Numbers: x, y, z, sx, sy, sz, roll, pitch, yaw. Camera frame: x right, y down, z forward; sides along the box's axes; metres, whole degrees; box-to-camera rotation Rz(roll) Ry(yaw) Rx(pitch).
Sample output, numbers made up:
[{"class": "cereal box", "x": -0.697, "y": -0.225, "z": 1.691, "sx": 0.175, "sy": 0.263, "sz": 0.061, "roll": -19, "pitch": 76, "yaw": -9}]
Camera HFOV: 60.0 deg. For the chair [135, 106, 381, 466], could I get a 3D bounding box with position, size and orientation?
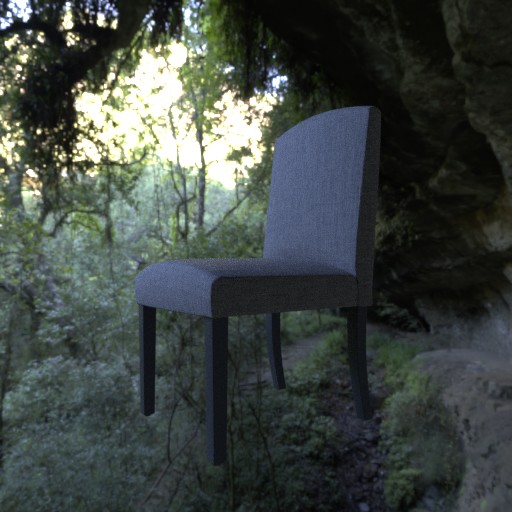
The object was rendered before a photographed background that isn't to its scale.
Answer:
[{"class": "chair", "x": 0.000, "y": 0.000, "z": 1.270, "sx": 0.580, "sy": 0.917, "sz": 0.451, "roll": 1, "pitch": -2, "yaw": -36}]
